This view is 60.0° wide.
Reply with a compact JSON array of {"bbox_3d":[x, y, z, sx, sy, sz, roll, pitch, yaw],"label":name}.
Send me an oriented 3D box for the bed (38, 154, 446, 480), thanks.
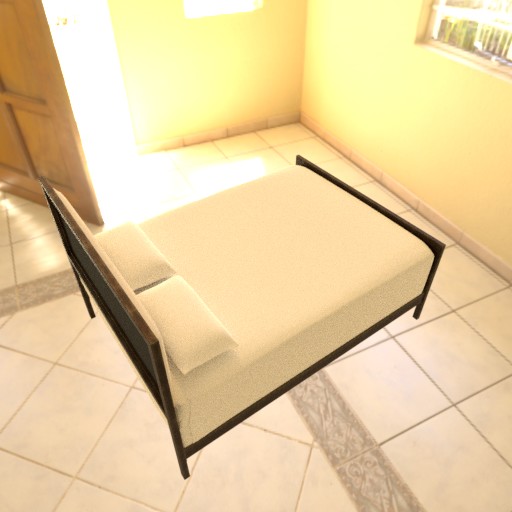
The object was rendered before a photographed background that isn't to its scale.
[{"bbox_3d":[0.000,0.000,3.217,2.221,1.313,1.607,-25,47,-26],"label":"bed"}]
